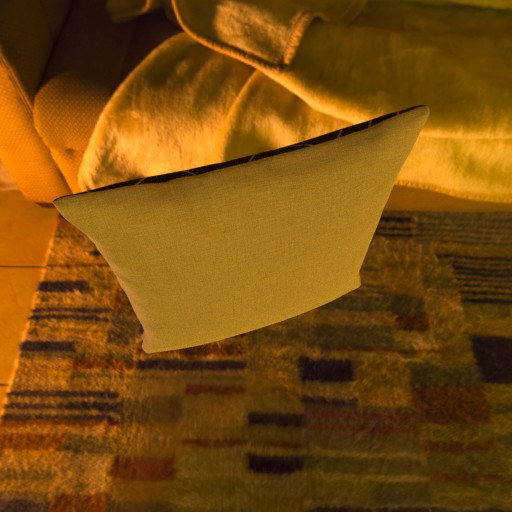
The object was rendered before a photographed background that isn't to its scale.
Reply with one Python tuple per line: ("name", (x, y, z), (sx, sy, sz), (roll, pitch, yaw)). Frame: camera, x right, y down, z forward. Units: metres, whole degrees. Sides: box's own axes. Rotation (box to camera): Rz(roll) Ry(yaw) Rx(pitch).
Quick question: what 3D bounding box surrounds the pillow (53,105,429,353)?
("pillow", (0.000, 0.000, 0.787), (0.517, 0.508, 0.158), (-16, 59, -10))
